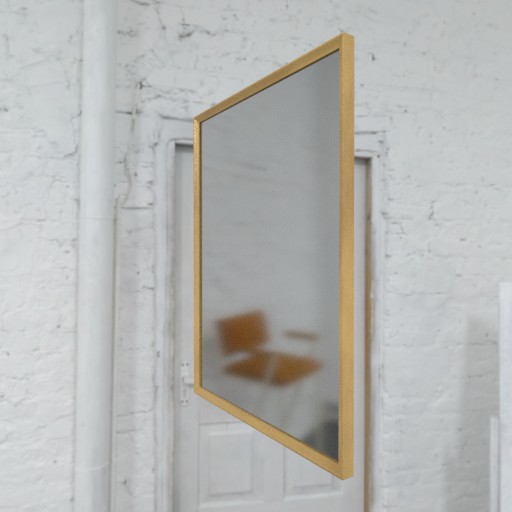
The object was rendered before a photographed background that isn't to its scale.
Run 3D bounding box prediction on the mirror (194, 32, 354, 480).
[{"bbox_3d":[0.000,0.000,1.330,0.041,1.016,0.762,0,1,-34],"label":"mirror"}]
